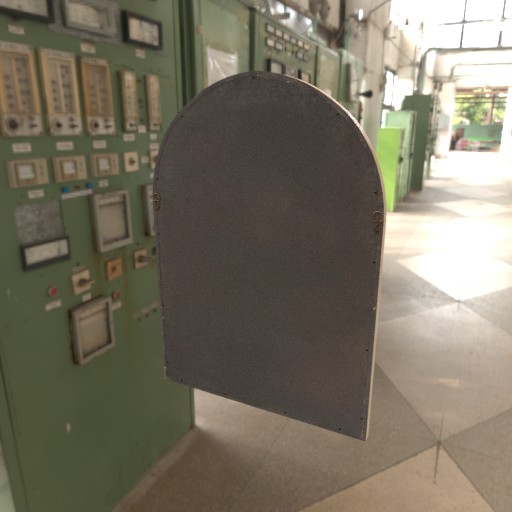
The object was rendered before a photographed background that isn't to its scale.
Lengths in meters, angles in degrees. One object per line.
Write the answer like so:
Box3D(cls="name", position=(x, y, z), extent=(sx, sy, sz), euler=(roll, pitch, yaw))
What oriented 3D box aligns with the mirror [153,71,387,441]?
Box3D(cls="mirror", position=(0.000, 0.000, 1.190), extent=(0.660, 0.920, 0.032), euler=(8, 18, 26))
